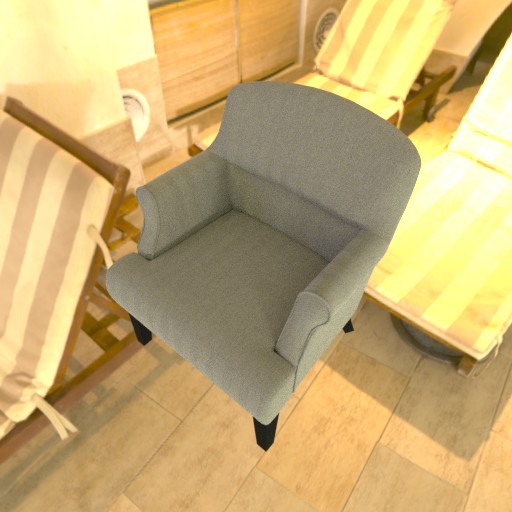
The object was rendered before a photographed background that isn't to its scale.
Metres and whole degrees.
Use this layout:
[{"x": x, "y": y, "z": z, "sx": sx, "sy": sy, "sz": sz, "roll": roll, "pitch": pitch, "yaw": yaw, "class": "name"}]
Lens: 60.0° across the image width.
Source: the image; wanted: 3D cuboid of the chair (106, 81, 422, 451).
[{"x": 0.000, "y": 0.000, "z": 1.480, "sx": 0.772, "sy": 0.880, "sz": 0.755, "roll": 32, "pitch": 53, "yaw": 27, "class": "chair"}]
